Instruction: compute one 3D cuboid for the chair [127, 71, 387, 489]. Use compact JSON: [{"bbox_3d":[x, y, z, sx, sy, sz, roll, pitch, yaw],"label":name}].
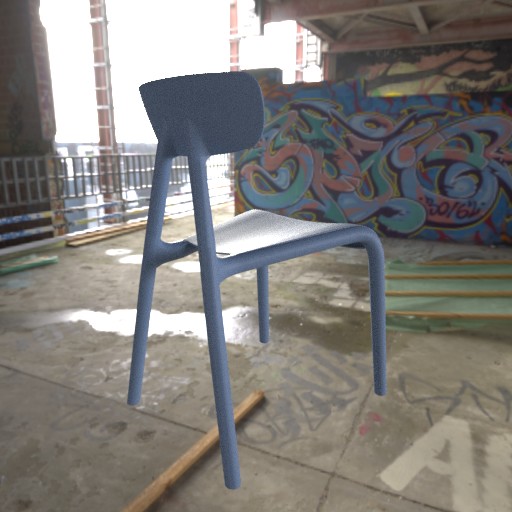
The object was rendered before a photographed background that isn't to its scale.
[{"bbox_3d":[0.000,0.000,0.814,0.401,0.580,0.356,-13,19,-42],"label":"chair"}]
